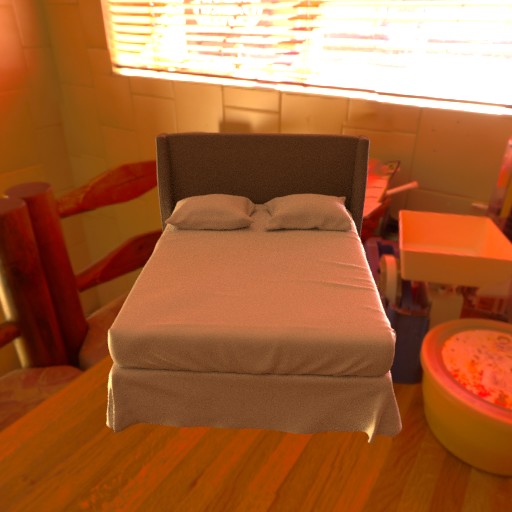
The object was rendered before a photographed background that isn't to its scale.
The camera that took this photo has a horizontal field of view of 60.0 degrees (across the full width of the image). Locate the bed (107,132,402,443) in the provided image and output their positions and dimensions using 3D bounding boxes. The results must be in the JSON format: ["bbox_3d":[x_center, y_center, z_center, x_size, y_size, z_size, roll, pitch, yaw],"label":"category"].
[{"bbox_3d":[0.000,0.000,3.360,1.925,1.332,2.276,1,29,2],"label":"bed"}]
